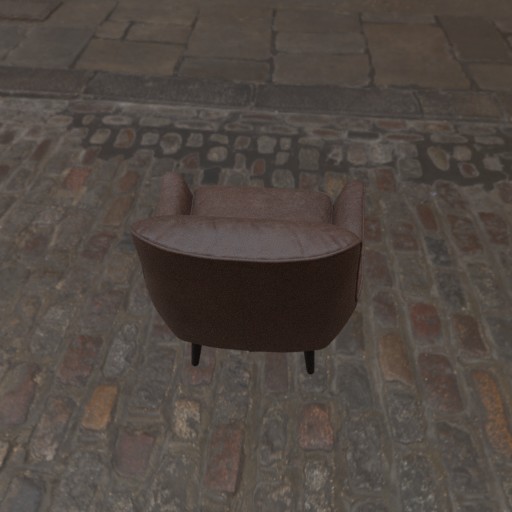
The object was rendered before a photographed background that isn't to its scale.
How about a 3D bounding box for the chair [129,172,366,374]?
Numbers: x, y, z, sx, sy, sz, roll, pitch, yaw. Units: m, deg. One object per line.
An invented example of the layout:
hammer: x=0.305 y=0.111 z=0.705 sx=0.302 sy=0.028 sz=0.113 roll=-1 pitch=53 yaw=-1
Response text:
chair: x=0.000 y=0.000 z=1.496 sx=0.787 sy=0.888 sz=0.824 roll=3 pitch=47 yaw=3
